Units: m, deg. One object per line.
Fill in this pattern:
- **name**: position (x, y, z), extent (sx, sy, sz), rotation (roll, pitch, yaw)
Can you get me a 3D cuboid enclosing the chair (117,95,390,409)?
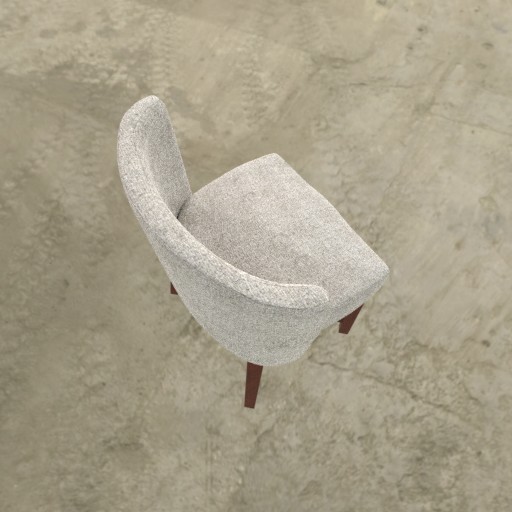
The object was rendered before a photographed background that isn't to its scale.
- **chair**: position (0.000, 0.000, 1.323), extent (0.575, 0.827, 0.728), rotation (-30, 63, -17)
